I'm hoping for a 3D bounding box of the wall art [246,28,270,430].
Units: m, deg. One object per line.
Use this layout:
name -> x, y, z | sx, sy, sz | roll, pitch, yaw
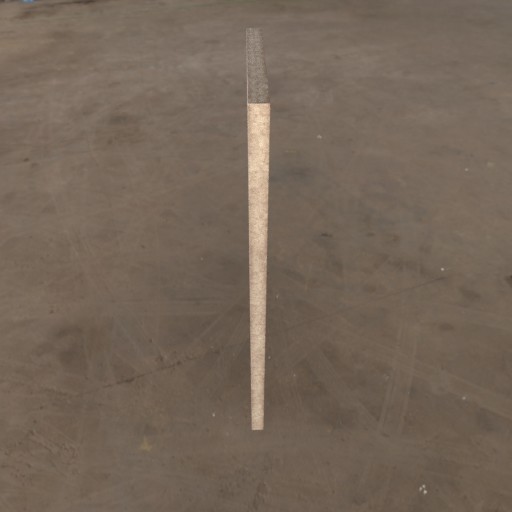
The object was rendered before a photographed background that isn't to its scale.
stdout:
wall art -> 0.000, 0.000, 1.719 | 0.051, 1.461, 0.648 | -1, 41, -1
